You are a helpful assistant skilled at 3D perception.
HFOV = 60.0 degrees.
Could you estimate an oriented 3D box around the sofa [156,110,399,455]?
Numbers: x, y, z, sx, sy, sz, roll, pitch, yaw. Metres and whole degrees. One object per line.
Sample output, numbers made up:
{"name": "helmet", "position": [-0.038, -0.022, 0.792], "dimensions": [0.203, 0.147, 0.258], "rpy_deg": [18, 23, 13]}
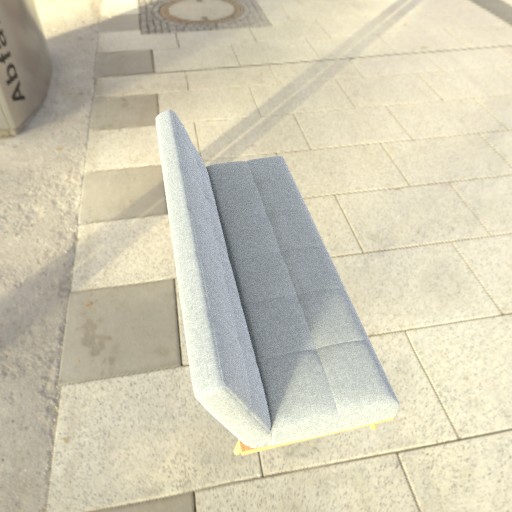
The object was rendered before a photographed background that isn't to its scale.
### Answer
{"name": "sofa", "position": [0.000, 0.000, 2.297], "dimensions": [0.800, 0.800, 1.820], "rpy_deg": [-9, 47, -9]}
